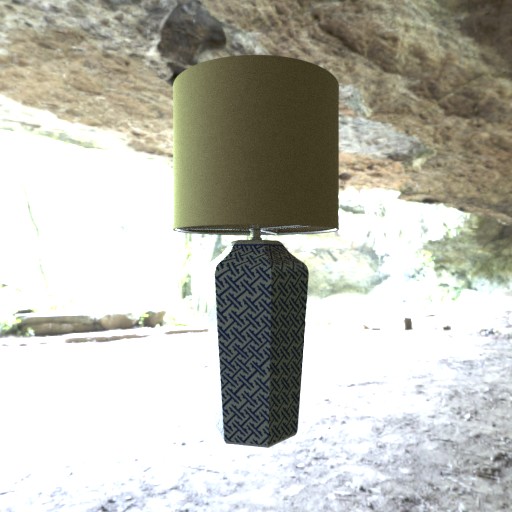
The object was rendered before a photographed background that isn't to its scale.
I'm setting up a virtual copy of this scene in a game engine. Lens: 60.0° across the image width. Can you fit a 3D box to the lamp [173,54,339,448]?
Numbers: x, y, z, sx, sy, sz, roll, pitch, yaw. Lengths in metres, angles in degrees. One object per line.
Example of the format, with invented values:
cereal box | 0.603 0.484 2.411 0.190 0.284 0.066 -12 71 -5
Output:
lamp | 0.000 0.000 0.865 0.320 0.682 0.320 0 -1 18
